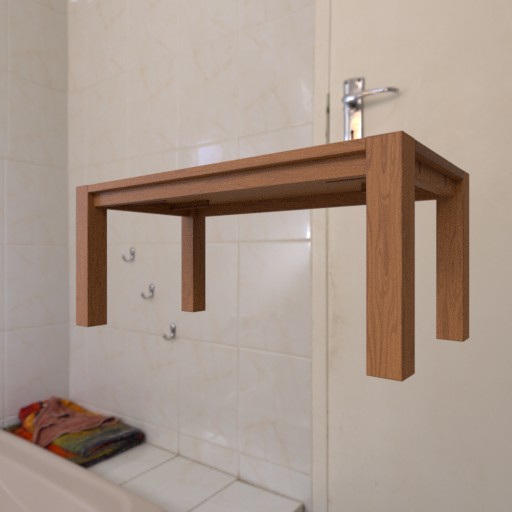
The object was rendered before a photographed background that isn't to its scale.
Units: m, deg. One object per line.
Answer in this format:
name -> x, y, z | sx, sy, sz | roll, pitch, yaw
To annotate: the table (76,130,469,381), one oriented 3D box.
table -> 0.000, 0.000, 2.241 | 1.800, 0.760, 0.900 | 0, 0, 37
